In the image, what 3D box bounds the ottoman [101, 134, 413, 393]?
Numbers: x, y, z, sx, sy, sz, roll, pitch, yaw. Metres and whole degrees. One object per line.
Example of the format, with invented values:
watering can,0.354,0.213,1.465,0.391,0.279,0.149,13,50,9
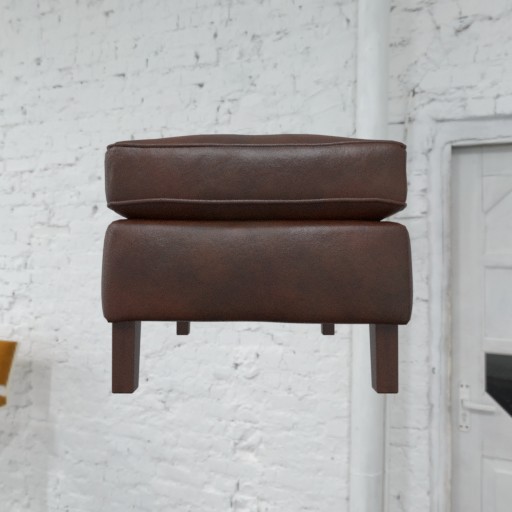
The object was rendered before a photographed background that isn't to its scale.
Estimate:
ottoman,0.000,0.000,0.979,0.501,0.432,0.665,0,-1,0
